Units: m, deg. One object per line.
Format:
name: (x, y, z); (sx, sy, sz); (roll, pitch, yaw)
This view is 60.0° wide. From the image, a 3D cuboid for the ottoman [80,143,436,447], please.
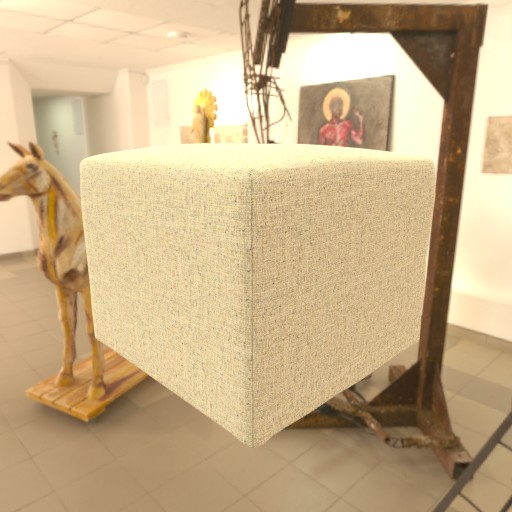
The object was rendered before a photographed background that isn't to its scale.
ottoman: (0.000, 0.000, 0.920); (0.512, 0.453, 0.521); (-14, 20, -42)
